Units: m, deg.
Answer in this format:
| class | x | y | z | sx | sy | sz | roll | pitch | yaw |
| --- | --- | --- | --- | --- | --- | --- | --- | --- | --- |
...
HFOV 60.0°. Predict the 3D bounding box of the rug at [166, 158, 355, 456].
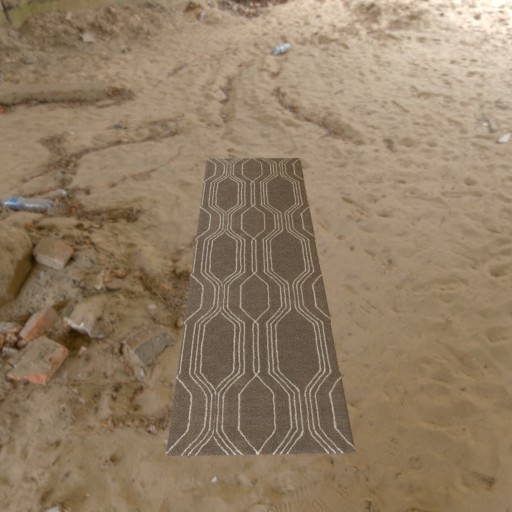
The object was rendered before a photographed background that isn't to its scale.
| class | x | y | z | sx | sy | sz | roll | pitch | yaw |
| --- | --- | --- | --- | --- | --- | --- | --- | --- | --- |
| rug | 0.000 | 0.000 | 2.735 | 0.773 | 0.012 | 2.464 | -1 | 41 | -1 |
